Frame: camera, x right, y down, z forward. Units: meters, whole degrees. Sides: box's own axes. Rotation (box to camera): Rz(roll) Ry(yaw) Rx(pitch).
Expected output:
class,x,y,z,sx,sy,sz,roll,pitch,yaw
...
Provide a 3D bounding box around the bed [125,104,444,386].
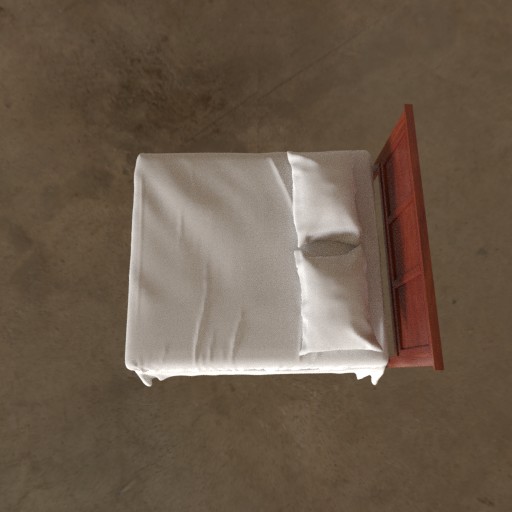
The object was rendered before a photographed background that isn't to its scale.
class,x,y,z,sx,sy,sz,roll,pitch,yaw
bed,0.000,0.000,3.234,2.050,1.270,1.870,-1,75,0
